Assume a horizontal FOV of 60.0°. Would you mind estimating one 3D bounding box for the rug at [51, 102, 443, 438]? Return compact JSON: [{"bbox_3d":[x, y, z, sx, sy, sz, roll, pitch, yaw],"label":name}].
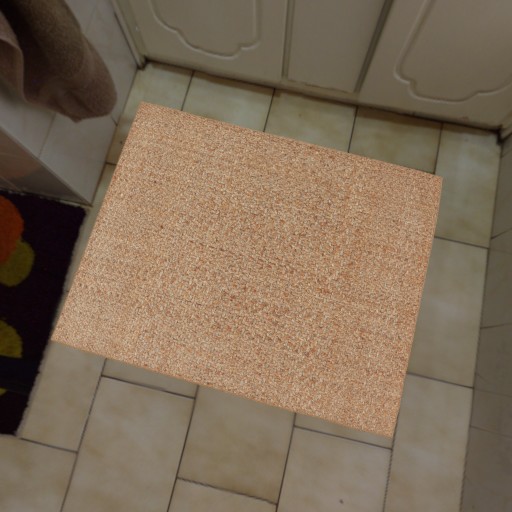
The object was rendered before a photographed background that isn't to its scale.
[{"bbox_3d":[0.000,0.000,4.030,3.048,0.013,2.439,15,77,3],"label":"rug"}]
